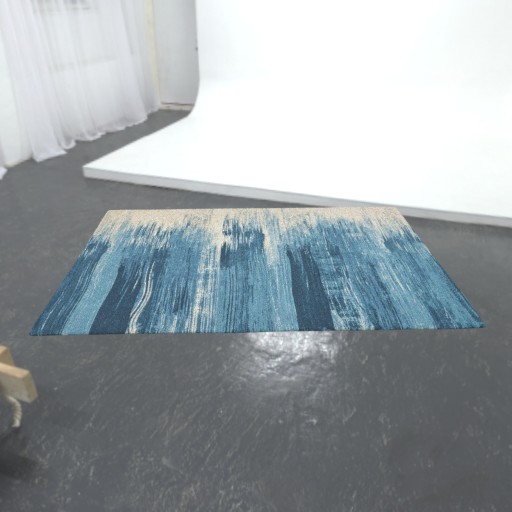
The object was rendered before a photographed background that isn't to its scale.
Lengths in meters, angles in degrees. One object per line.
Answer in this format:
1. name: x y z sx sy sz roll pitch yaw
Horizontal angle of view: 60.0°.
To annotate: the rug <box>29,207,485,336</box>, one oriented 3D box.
1. rug: 0.000 0.000 2.292 1.836 0.009 1.232 -1 29 -1
